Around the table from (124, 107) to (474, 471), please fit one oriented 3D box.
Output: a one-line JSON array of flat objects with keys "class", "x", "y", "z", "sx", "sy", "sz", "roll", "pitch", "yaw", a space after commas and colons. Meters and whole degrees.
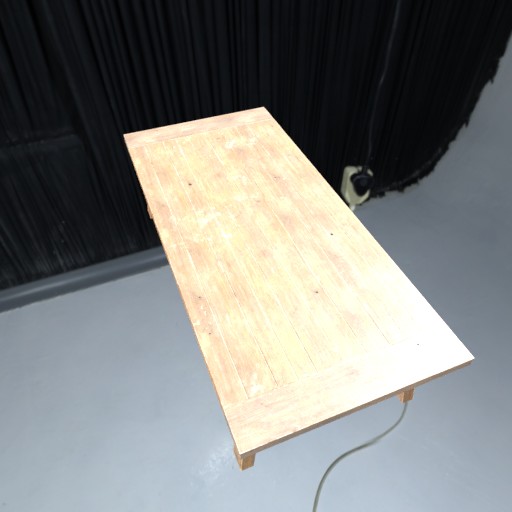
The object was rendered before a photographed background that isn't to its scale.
[{"class": "table", "x": 0.000, "y": 0.000, "z": 2.088, "sx": 0.820, "sy": 0.465, "sz": 1.800, "roll": -16, "pitch": 49, "yaw": -15}]
